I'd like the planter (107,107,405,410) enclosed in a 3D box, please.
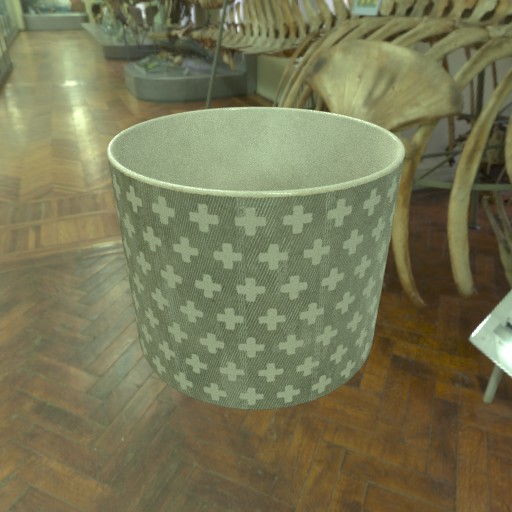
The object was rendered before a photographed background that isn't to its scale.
[{"bbox_3d":[0.000,0.000,0.339,0.190,0.181,0.190,0,31,0],"label":"planter"}]
